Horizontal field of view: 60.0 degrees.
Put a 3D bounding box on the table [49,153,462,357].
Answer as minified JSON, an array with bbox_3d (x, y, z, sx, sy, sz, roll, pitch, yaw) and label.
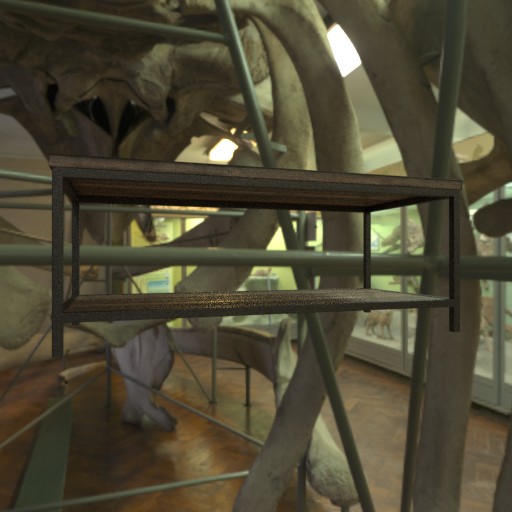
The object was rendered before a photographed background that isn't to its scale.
[{"bbox_3d":[0.000,0.000,1.227,0.990,0.399,0.452,0,0,-18],"label":"table"}]
